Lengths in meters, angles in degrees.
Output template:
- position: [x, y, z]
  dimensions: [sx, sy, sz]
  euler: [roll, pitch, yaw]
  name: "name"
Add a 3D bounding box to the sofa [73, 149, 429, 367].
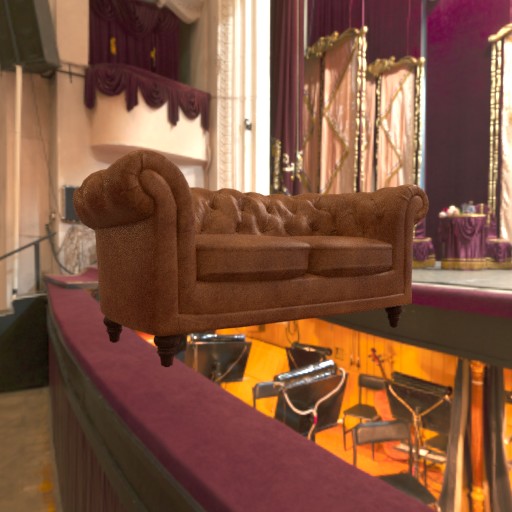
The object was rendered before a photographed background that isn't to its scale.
- position: [0.000, 0.000, 2.588]
  dimensions: [1.979, 0.877, 1.042]
  euler: [-1, 2, -36]
  name: "sofa"
